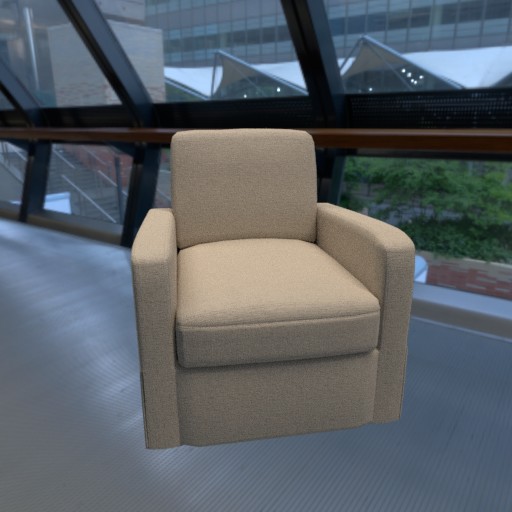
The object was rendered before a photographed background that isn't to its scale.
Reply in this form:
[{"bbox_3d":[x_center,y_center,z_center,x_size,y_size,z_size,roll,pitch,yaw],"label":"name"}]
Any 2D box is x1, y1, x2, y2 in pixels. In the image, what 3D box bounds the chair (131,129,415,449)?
[{"bbox_3d":[0.000,0.000,1.531,0.755,0.827,0.888,-3,18,-9],"label":"chair"}]
